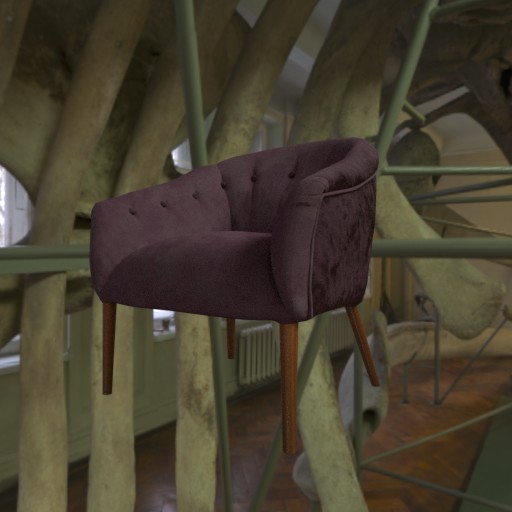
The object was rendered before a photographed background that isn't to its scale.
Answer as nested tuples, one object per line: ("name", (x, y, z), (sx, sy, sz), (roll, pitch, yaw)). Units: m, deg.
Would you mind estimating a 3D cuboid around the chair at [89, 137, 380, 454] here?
("chair", (0.000, 0.000, 1.490), (0.851, 0.885, 0.776), (1, 1, 36))
